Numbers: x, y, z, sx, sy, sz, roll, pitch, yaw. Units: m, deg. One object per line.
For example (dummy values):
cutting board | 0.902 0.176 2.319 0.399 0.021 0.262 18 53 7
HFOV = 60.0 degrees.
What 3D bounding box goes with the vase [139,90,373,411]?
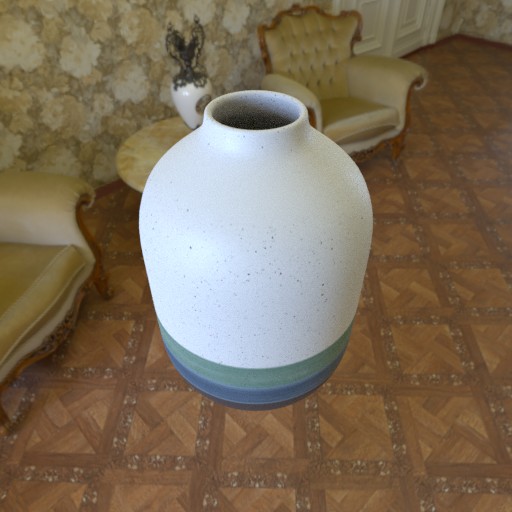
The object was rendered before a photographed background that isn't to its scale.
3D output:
vase | 0.000 0.000 0.351 0.169 0.240 0.169 0 41 0
